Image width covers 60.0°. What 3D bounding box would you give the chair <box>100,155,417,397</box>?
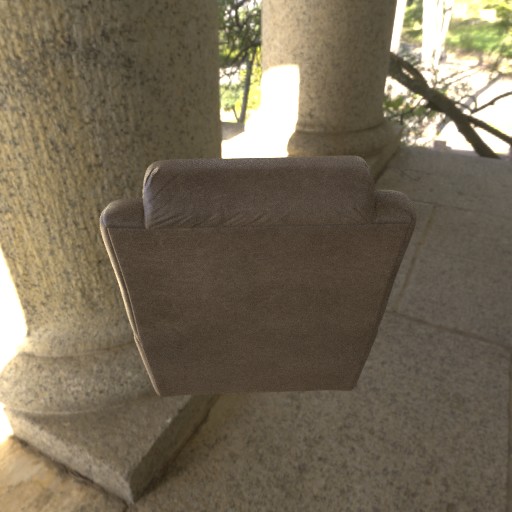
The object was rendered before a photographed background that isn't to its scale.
[{"bbox_3d":[0.000,0.000,1.855,0.967,1.116,1.068,-1,32,-2],"label":"chair"}]
